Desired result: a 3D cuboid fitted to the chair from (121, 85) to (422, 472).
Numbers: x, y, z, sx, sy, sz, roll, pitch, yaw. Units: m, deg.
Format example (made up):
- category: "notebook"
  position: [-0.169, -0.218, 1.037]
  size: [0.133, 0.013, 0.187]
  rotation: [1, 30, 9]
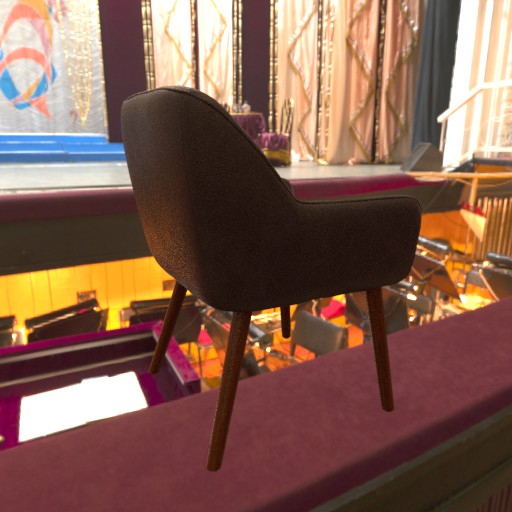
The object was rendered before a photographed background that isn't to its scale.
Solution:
- category: "chair"
  position: [0.000, 0.000, 1.217]
  size: [0.610, 0.828, 0.610]
  rotation: [-8, 17, -27]
